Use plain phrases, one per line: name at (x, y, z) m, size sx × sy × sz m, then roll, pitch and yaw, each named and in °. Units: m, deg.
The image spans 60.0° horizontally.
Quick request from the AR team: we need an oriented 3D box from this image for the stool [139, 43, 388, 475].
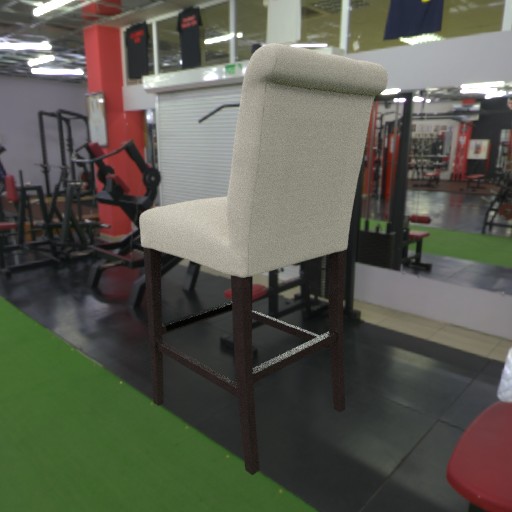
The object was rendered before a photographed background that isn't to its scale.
stool at (0.000, 0.000, 1.405) m, size 0.482 × 1.118 × 0.610 m, roll -14°, pitch 20°, yaw -43°
